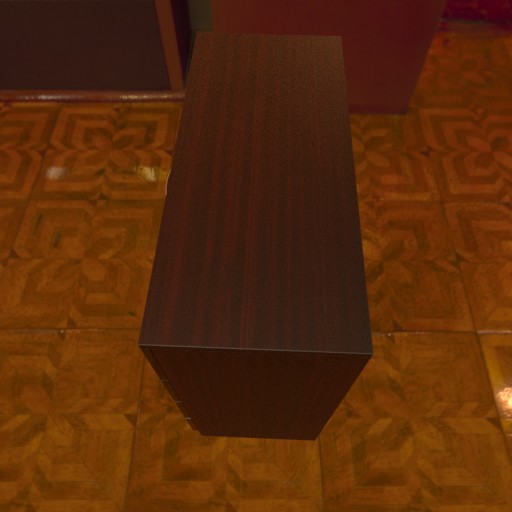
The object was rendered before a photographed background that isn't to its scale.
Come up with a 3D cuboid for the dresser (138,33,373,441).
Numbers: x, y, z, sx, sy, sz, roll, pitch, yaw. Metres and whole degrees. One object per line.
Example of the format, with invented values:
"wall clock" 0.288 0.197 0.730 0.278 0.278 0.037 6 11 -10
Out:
"dresser" 0.000 0.000 1.125 0.360 0.720 0.750 2 59 1
